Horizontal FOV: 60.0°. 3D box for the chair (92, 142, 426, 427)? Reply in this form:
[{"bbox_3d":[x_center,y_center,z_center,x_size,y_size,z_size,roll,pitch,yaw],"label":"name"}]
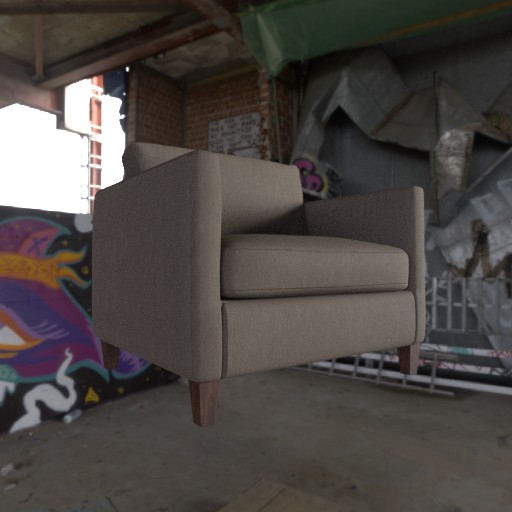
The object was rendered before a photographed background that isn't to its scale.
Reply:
[{"bbox_3d":[0.000,0.000,1.859,1.107,0.963,0.959,1,-1,-36],"label":"chair"}]
